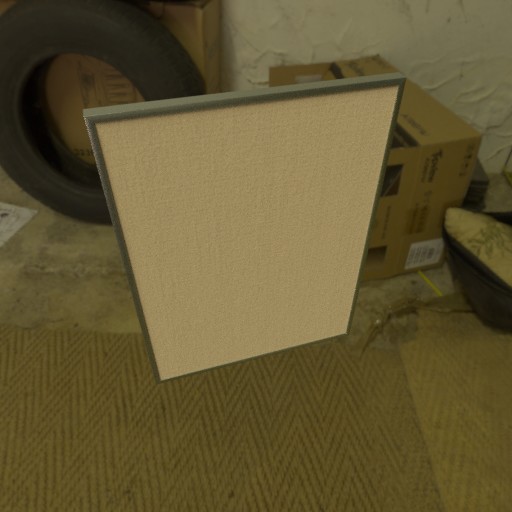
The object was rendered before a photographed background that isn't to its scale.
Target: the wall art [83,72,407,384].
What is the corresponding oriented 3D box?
[{"bbox_3d":[0.000,0.000,1.426,0.803,1.062,0.041,-11,43,-13],"label":"wall art"}]
